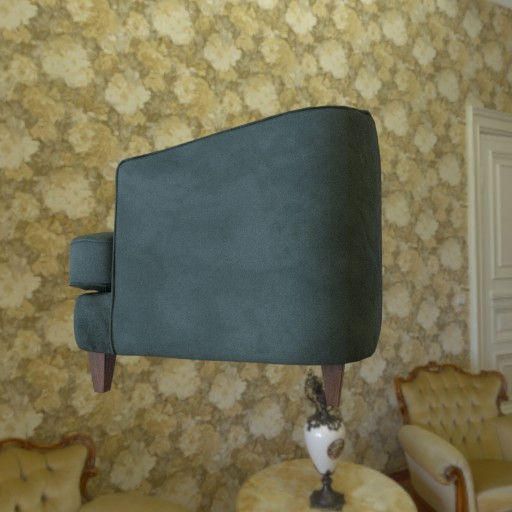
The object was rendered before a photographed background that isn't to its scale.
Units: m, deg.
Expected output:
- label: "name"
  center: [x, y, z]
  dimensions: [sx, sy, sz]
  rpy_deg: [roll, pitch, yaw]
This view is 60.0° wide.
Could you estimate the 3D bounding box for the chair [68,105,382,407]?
- label: "chair"
  center: [0.000, 0.000, 1.737]
  dimensions: [0.941, 0.852, 1.104]
  rpy_deg: [0, -1, 17]
